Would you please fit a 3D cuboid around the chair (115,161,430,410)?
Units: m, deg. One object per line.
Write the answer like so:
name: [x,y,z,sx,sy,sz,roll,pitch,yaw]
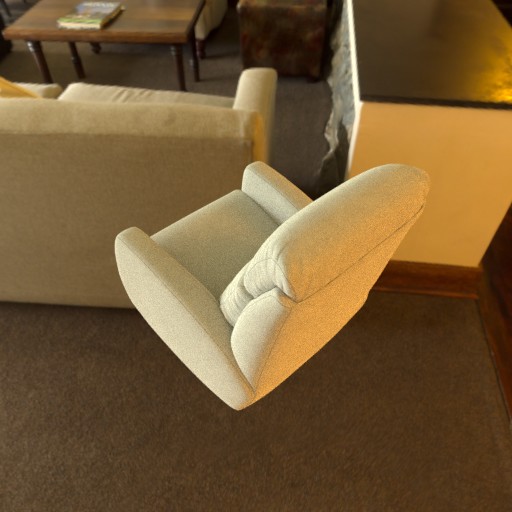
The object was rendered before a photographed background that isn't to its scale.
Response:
chair: [0.000,0.000,1.723,0.812,1.015,0.941,-33,55,-28]
